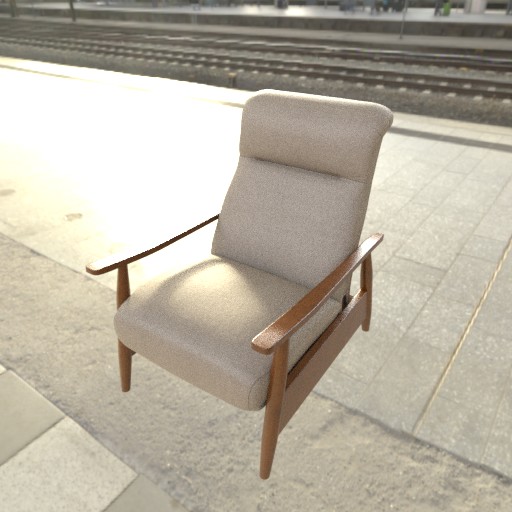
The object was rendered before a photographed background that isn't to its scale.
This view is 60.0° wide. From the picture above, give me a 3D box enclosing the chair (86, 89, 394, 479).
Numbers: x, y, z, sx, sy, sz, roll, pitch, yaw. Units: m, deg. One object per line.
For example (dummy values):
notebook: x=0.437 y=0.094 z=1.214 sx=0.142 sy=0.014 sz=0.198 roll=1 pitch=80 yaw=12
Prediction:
chair: x=0.000 y=0.000 z=1.776 sx=0.762 sy=1.082 sz=1.032 roll=19 pitch=36 yaw=28
